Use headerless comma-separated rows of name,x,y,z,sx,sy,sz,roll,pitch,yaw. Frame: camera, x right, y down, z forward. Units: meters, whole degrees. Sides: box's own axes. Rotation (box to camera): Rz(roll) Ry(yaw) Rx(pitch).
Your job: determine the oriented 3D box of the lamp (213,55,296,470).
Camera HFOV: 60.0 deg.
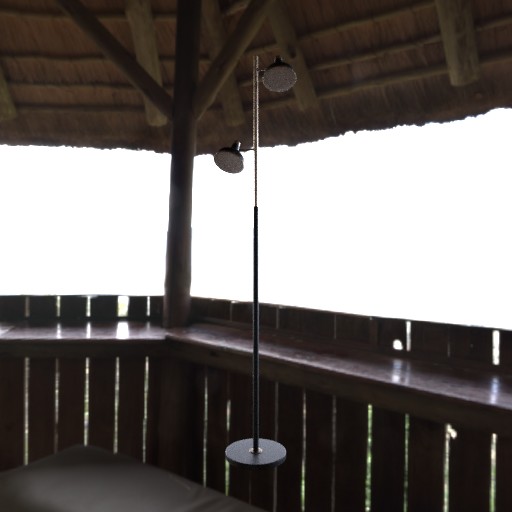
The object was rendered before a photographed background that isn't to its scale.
lamp,0.000,0.000,1.856,0.351,1.674,0.253,0,0,17
